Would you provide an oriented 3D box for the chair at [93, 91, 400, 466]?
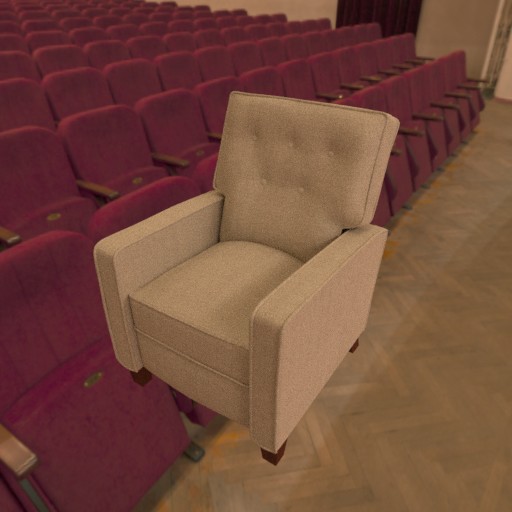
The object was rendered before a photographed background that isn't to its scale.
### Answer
[{"bbox_3d":[0.000,0.000,1.431,0.648,0.888,0.754,19,36,29],"label":"chair"}]
